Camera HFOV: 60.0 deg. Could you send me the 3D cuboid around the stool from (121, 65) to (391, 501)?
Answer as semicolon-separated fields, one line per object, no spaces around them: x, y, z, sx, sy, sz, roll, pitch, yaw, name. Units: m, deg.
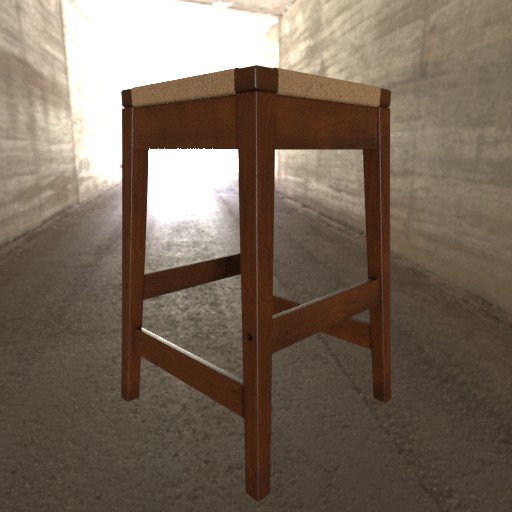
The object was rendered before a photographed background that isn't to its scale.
0.000;0.000;1.072;0.507;0.762;0.497;13;19;43;stool
